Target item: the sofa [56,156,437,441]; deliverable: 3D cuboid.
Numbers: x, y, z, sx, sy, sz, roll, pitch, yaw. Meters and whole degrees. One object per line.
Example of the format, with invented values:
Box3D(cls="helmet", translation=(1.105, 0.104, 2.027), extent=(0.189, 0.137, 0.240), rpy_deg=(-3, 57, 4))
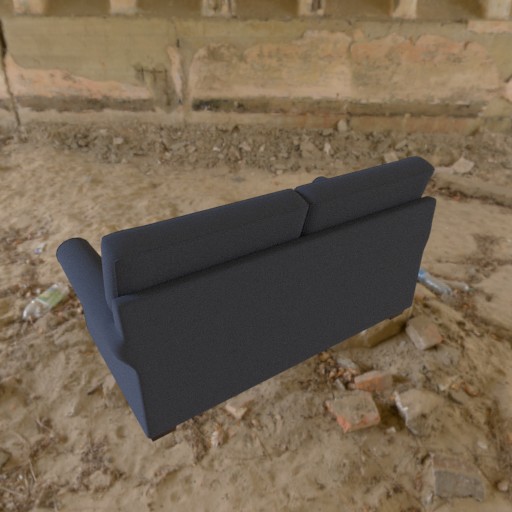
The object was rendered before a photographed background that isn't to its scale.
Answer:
Box3D(cls="sofa", translation=(0.000, 0.000, 2.510), extent=(1.930, 1.020, 0.940), rpy_deg=(-18, 34, -30))
